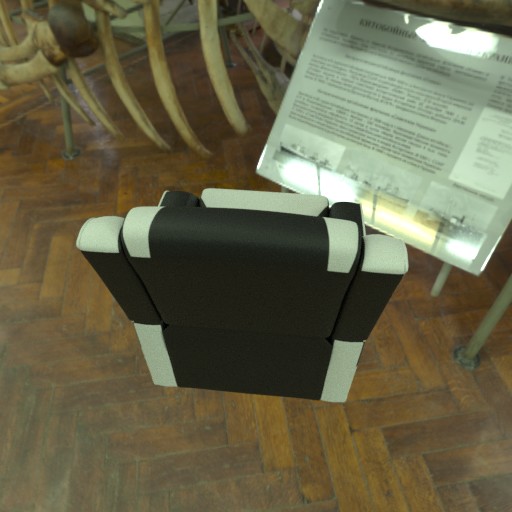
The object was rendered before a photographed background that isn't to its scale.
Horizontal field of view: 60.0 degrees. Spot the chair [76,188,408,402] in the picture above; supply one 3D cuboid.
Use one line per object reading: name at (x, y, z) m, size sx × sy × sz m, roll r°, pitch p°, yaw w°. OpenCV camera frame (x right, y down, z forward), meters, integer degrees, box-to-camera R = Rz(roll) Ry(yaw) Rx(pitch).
chair at (0.000, 0.000, 1.284) m, size 0.620 × 0.805 × 0.672 m, roll 4°, pitch 47°, yaw 4°
